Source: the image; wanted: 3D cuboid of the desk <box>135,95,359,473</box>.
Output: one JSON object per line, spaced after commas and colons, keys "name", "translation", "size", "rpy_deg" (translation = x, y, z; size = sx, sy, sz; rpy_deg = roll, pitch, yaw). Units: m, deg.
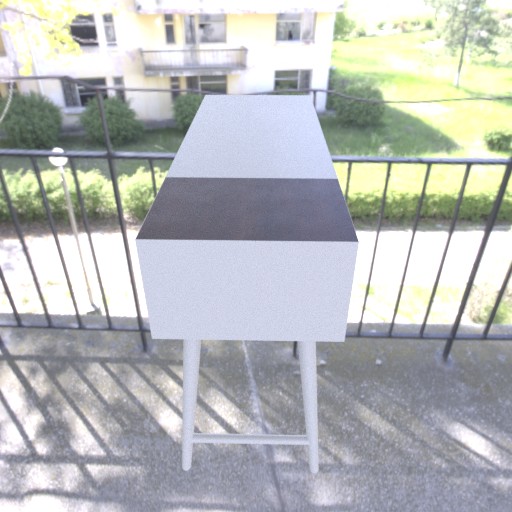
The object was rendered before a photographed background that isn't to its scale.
{"name": "desk", "translation": [0.000, 0.000, 1.442], "size": [0.409, 0.761, 1.069], "rpy_deg": [1, 33, 1]}
